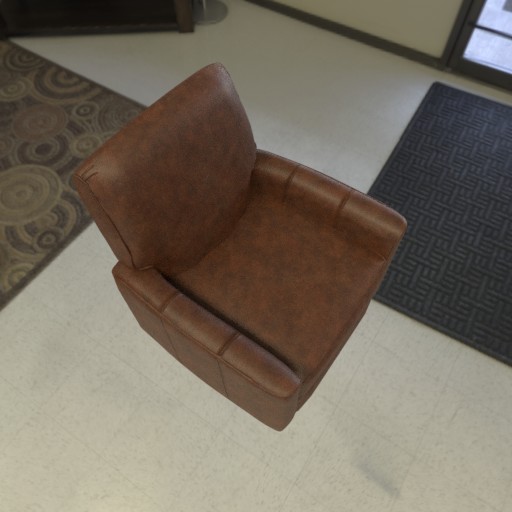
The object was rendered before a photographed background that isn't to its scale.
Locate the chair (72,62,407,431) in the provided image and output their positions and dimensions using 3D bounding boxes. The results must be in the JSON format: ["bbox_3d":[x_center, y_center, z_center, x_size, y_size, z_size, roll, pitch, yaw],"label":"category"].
[{"bbox_3d":[0.000,0.000,1.648,0.850,1.010,0.839,32,63,18],"label":"chair"}]
